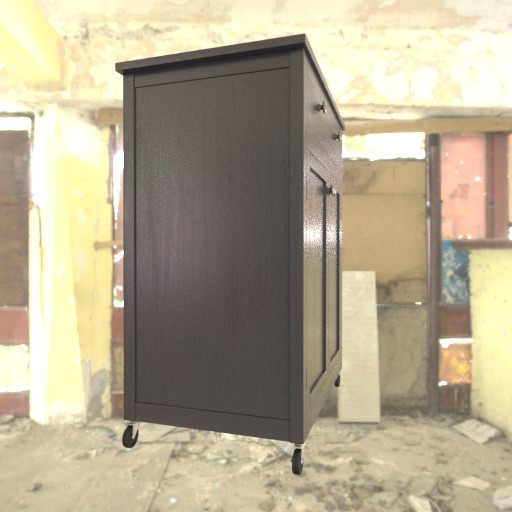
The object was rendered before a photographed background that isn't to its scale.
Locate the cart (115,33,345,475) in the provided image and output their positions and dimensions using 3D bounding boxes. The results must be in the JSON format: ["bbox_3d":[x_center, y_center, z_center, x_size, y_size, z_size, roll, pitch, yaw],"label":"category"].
[{"bbox_3d":[0.000,0.000,1.262,0.449,0.878,0.690,0,0,18],"label":"cart"}]
